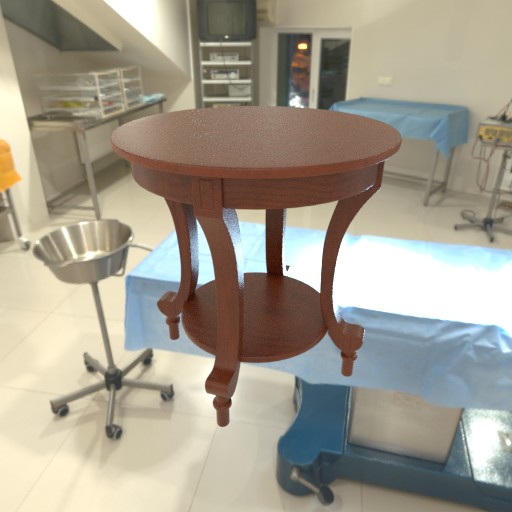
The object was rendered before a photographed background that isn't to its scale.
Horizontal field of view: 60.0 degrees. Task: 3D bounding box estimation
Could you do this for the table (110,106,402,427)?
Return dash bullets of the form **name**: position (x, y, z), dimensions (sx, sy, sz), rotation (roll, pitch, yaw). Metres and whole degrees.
- **table**: position (0.000, 0.000, 1.084), dimensions (0.597, 0.612, 0.597), rotation (0, 27, 0)
